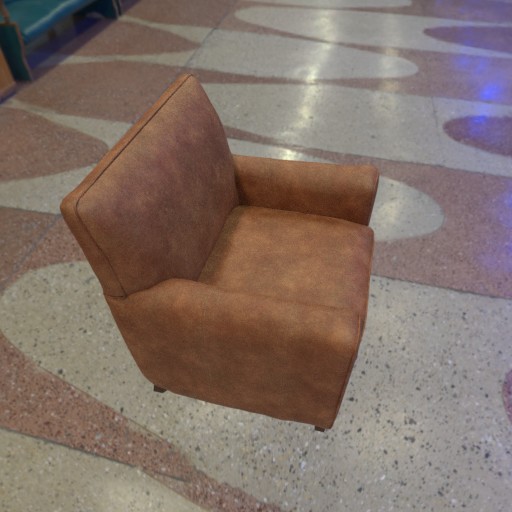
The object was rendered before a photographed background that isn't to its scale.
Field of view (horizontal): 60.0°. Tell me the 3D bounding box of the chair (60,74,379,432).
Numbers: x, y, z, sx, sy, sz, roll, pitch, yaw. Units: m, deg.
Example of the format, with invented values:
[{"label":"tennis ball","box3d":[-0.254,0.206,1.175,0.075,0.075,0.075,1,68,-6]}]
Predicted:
[{"label":"chair","box3d":[0.000,0.000,1.609,0.823,0.943,0.870,10,46,10]}]
